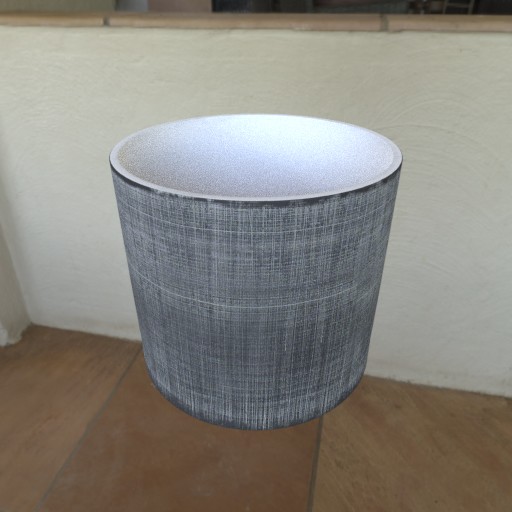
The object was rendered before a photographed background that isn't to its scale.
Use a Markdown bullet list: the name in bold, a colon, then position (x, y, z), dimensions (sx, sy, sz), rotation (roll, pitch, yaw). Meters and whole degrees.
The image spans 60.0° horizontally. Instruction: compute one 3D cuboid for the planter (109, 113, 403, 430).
- **planter**: position (0.000, 0.000, 0.397), dimensions (0.221, 0.201, 0.221), rotation (0, 30, 0)
